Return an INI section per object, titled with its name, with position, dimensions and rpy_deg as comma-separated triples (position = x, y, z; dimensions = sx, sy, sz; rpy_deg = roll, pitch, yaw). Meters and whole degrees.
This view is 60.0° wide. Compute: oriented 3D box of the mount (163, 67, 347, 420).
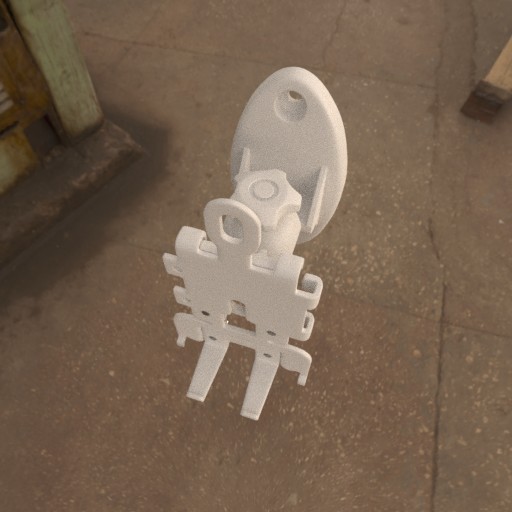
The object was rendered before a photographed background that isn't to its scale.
[mount]
position = 0.000, 0.000, 0.181
dimensions = 0.066, 0.118, 0.100
rpy_deg = 15, 58, 10
